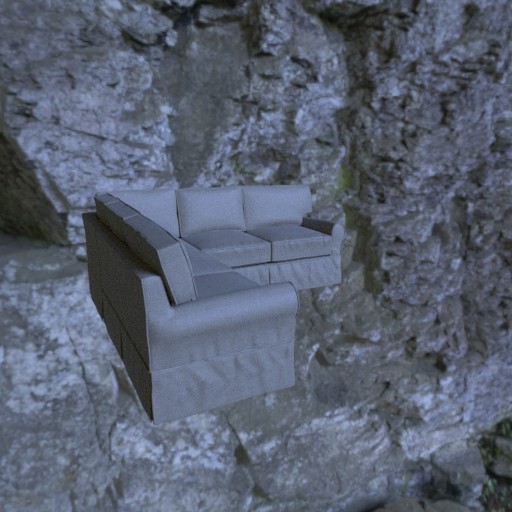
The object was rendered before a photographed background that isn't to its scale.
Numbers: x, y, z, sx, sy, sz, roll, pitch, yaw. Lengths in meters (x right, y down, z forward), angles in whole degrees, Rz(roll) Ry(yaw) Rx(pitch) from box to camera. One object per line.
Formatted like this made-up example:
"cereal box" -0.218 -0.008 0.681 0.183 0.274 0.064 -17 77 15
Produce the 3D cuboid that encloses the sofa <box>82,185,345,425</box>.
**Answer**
"sofa" 0.000 0.000 3.993 2.623 1.081 2.618 -7 16 -27
